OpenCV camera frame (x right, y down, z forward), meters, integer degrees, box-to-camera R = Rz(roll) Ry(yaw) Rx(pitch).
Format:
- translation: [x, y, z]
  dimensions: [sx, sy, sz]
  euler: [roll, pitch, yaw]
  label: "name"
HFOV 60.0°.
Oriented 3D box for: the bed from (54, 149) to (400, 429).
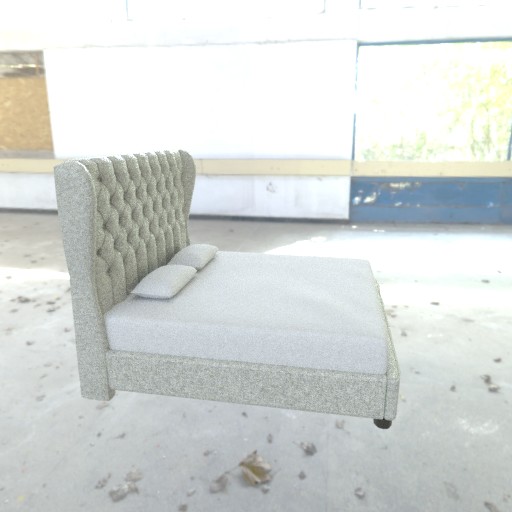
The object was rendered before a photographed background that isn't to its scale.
- translation: [0.000, 0.000, 3.953]
  dimensions: [2.347, 1.771, 2.219]
  euler: [3, 16, 10]
  label: "bed"
